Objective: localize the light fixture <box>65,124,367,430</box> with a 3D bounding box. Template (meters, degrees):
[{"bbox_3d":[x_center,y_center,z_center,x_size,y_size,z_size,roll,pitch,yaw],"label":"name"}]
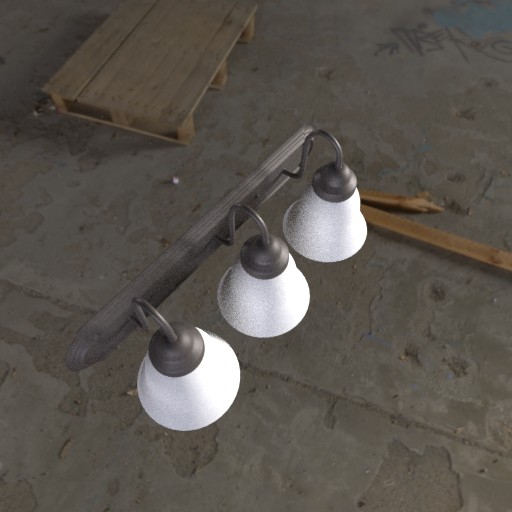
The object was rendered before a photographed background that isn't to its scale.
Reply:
[{"bbox_3d":[0.000,0.000,0.704,0.199,0.222,0.610,35,64,20],"label":"light fixture"}]
